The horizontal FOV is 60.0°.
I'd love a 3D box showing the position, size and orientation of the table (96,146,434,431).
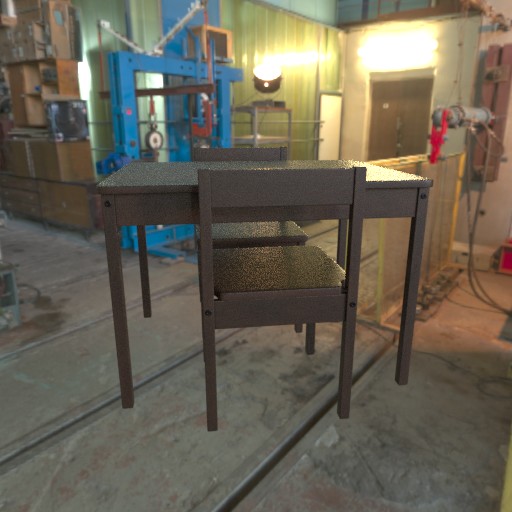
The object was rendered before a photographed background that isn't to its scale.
[{"bbox_3d":[0.000,0.000,1.121,0.650,0.503,0.672,-2,17,-8],"label":"table"}]
